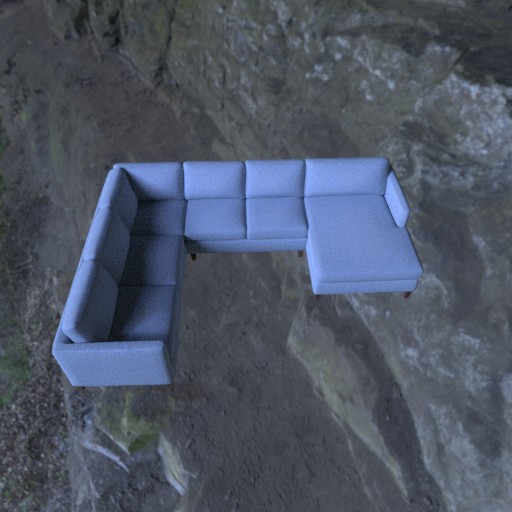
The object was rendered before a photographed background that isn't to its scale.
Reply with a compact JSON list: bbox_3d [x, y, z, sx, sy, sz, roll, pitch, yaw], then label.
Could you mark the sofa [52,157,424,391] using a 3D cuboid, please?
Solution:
[{"bbox_3d":[0.000,0.000,4.616,3.403,0.889,2.551,-2,46,-2],"label":"sofa"}]
